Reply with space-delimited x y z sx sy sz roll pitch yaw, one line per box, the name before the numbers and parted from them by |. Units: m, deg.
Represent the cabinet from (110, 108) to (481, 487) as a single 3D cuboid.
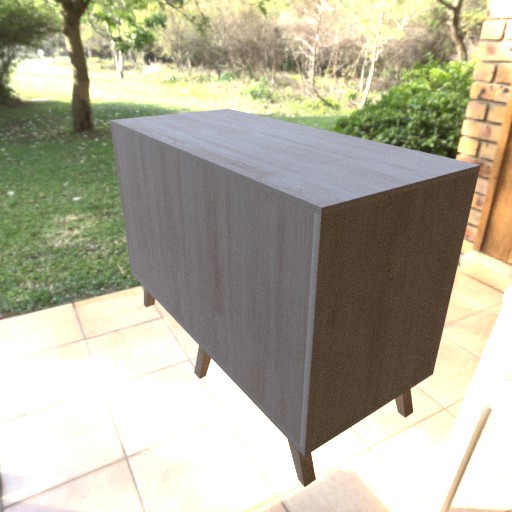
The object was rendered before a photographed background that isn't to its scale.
cabinet | 0.000 0.000 1.484 0.500 0.780 1.110 -17 31 -31
